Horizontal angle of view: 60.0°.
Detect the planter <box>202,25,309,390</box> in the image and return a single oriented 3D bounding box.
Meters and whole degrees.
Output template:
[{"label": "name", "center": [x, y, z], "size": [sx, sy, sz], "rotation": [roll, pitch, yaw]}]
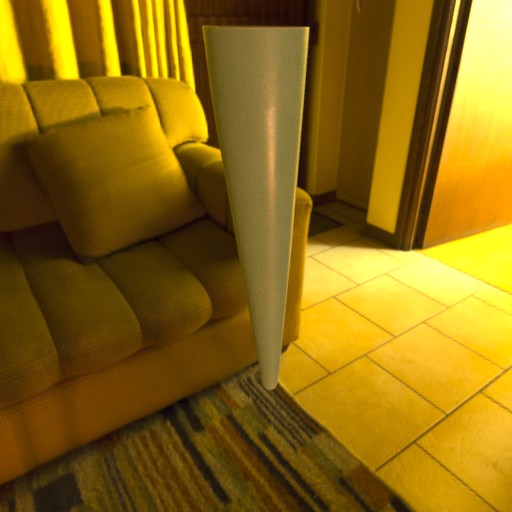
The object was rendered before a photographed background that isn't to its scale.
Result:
[{"label": "planter", "center": [0.000, 0.000, 0.290], "size": [0.054, 0.268, 0.055], "rotation": [18, 34, 30]}]
